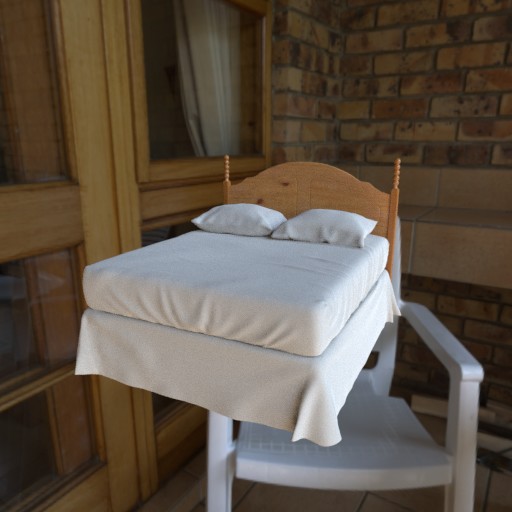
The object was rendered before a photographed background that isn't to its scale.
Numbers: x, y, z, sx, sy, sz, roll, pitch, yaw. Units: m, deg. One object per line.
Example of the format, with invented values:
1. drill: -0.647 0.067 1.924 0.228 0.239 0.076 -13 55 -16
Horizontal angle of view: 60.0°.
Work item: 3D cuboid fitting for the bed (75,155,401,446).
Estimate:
1. bed: 0.000 0.000 3.245 1.873 1.356 2.040 7 17 25
